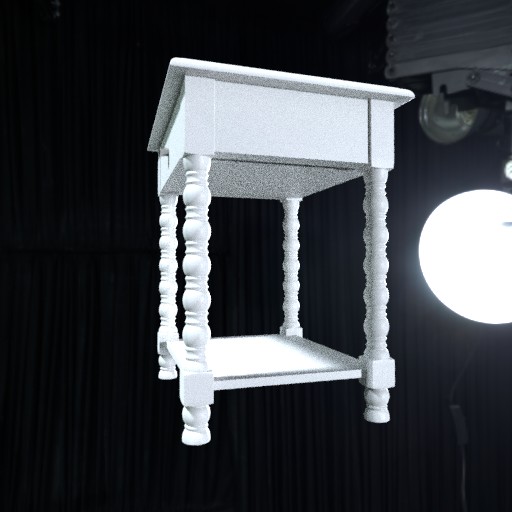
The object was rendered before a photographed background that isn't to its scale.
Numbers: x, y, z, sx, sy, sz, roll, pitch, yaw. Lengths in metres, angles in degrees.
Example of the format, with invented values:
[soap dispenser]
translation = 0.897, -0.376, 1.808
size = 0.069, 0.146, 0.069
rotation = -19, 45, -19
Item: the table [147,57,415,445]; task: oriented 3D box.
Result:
[table]
translation = 0.000, 0.000, 0.855
size = 0.381, 0.531, 0.460
rotation = 0, -1, -17
